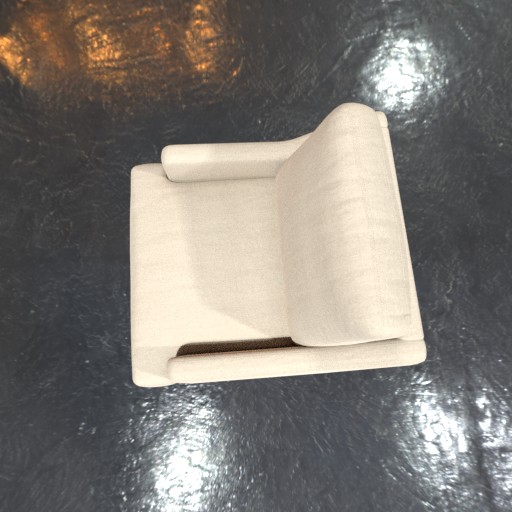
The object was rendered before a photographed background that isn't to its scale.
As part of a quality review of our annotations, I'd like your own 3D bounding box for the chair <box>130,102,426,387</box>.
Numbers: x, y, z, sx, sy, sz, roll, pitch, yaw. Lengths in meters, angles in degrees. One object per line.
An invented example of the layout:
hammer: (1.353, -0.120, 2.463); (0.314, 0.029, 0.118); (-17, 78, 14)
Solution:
chair: (0.000, 0.000, 1.706); (1.001, 0.916, 0.912); (-4, 75, -1)
